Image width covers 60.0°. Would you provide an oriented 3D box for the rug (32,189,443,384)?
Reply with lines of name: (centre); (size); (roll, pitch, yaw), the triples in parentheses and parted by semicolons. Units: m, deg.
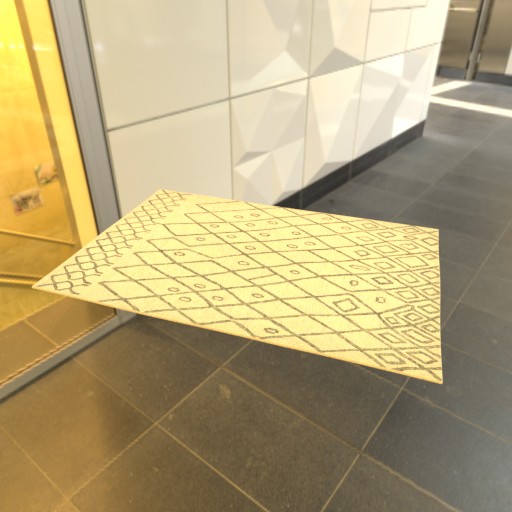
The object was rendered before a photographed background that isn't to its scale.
rug: (0.000, 0.000, 2.330); (1.828, 0.015, 1.222); (10, 33, 16)
